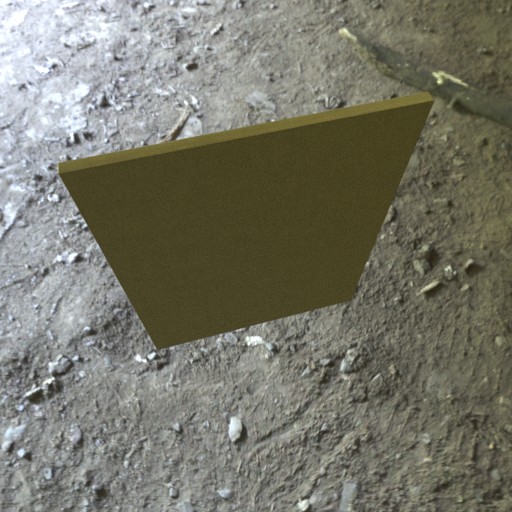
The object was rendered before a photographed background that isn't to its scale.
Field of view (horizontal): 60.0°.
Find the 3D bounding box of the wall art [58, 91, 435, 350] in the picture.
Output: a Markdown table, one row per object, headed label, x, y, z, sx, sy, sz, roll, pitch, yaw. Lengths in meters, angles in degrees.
| label | x | y | z | sx | sy | sz | roll | pitch | yaw |
| --- | --- | --- | --- | --- | --- | --- | --- | --- | --- |
| wall art | 0.000 | 0.000 | 1.344 | 0.798 | 1.002 | 0.030 | -13 | 60 | -8 |
